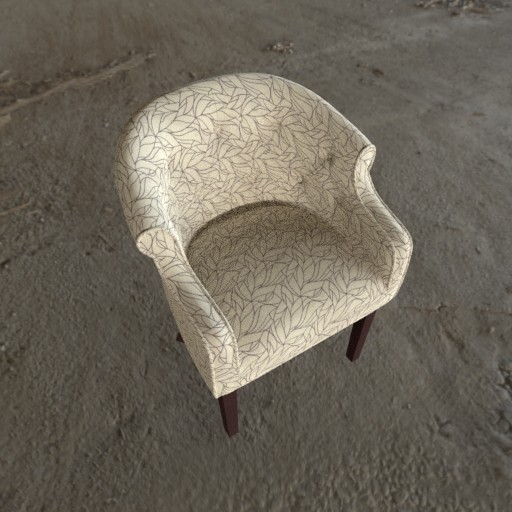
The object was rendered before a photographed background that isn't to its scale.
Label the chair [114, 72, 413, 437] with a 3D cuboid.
[{"bbox_3d":[0.000,0.000,1.308,0.686,0.858,0.613,-24,50,-22],"label":"chair"}]
